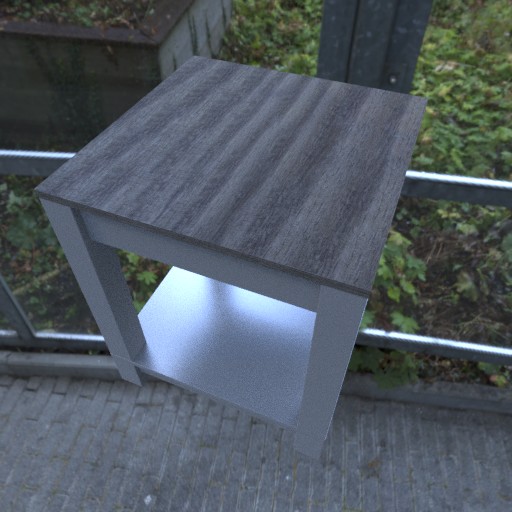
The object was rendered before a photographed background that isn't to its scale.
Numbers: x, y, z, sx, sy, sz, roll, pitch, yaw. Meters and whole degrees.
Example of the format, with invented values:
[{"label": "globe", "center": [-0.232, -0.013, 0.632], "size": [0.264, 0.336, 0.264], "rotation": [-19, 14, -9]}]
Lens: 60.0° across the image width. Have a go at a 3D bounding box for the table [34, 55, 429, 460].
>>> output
[{"label": "table", "center": [0.000, 0.000, 0.966], "size": [0.504, 0.587, 0.506], "rotation": [17, 49, 15]}]
